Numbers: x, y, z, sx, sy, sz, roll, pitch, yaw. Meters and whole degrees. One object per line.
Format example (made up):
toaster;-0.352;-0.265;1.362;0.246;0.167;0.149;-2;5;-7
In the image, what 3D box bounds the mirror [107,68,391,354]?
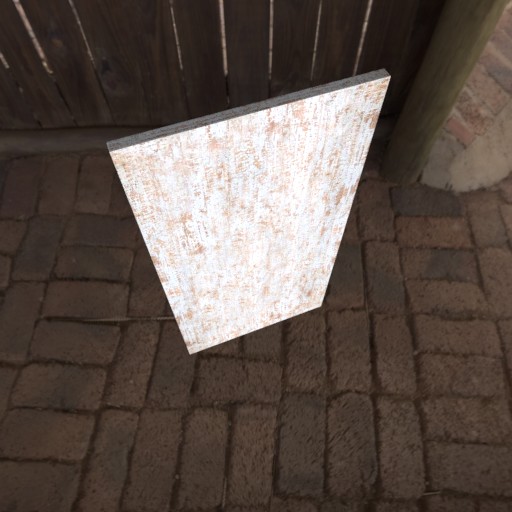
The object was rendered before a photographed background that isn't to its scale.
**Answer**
mirror;0.000;0.000;1.096;0.472;0.922;0.027;-19;61;-11
